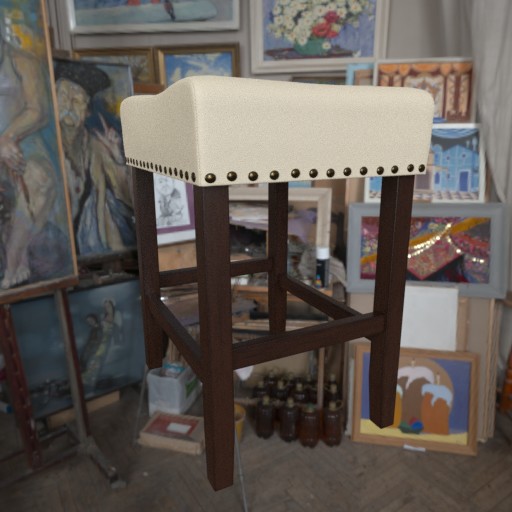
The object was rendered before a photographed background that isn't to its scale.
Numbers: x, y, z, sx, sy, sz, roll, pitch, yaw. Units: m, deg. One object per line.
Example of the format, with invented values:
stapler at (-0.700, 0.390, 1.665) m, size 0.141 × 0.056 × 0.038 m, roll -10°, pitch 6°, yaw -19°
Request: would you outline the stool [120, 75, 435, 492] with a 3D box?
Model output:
stool at (0.000, 0.000, 0.876) m, size 0.401 × 0.609 × 0.471 m, roll -8°, pitch 17°, yaw -26°
